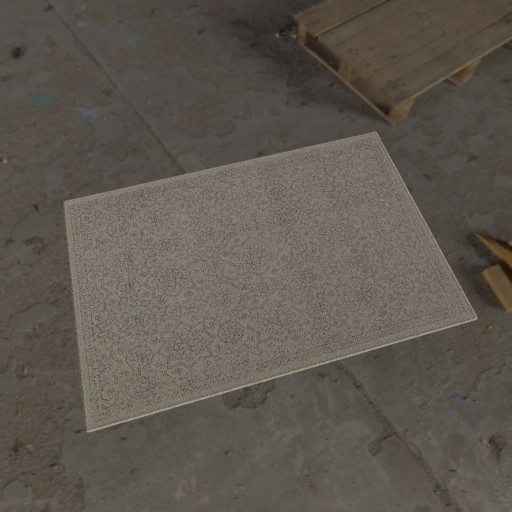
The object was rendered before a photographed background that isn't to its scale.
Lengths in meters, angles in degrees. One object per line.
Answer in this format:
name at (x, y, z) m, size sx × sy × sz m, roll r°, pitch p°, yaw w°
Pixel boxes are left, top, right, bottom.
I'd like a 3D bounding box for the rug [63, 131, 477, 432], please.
rug at (0.000, 0.000, 2.244) m, size 1.829 × 0.010 × 1.219 m, roll -14°, pitch 63°, yaw -7°
